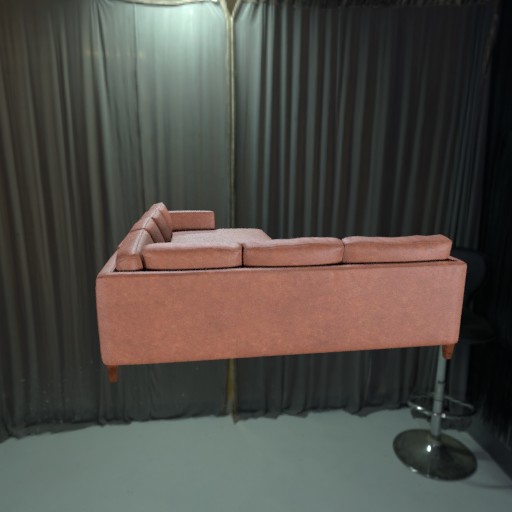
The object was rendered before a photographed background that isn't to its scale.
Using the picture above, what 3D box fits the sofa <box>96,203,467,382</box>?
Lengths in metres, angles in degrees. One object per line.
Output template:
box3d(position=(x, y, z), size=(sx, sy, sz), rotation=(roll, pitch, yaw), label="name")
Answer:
box3d(position=(0.000, 0.000, 4.674), size=(2.593, 0.923, 3.460), rotation=(-2, 13, -8), label="sofa")
